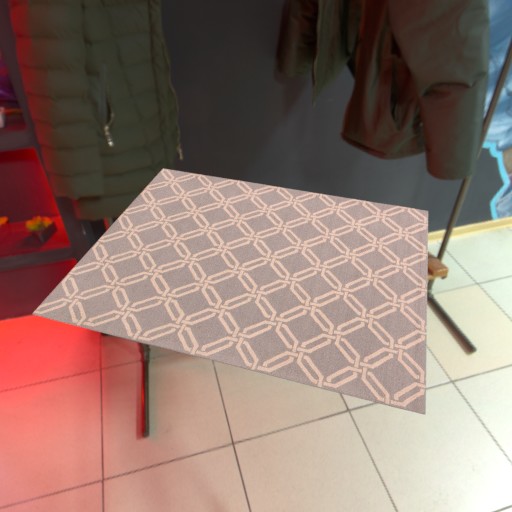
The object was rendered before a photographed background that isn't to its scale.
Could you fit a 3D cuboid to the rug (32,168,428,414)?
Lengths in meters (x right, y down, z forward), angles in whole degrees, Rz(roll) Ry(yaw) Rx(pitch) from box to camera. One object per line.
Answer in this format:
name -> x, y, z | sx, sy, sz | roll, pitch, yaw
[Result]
rug -> 0.000, 0.000, 3.903 | 2.895, 0.018, 2.288 | 11, 42, 13
